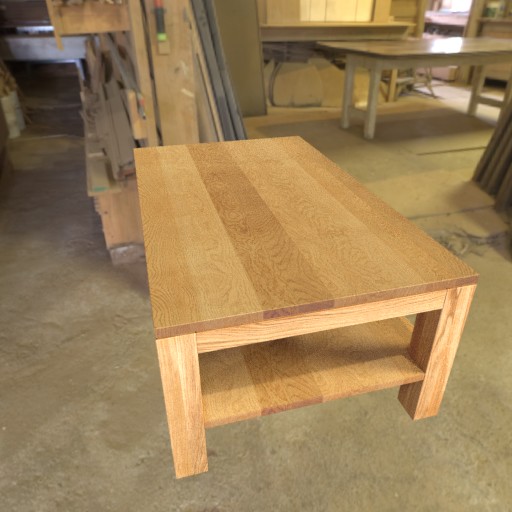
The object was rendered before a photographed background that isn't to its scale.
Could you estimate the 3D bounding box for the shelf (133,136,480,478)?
[{"bbox_3d":[0.000,0.000,1.480,0.700,0.450,1.150,-8,31,-13],"label":"shelf"}]
